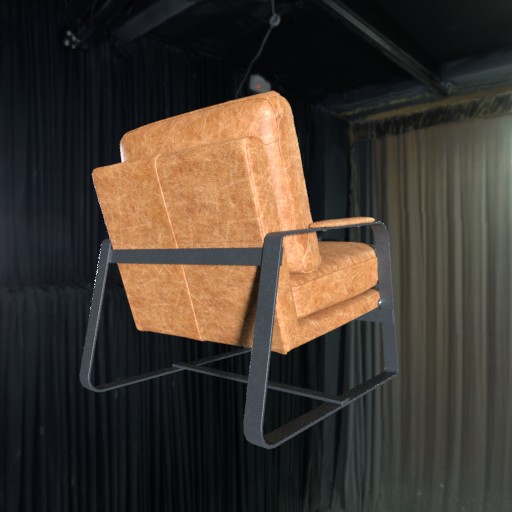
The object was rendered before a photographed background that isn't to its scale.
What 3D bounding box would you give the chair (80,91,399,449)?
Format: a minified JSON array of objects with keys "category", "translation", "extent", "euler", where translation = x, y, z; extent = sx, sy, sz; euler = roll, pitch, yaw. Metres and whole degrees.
[{"category":"chair","translation":[0.000,0.000,1.377],"extent":[0.651,0.777,0.801],"euler":[0,0,38]}]
